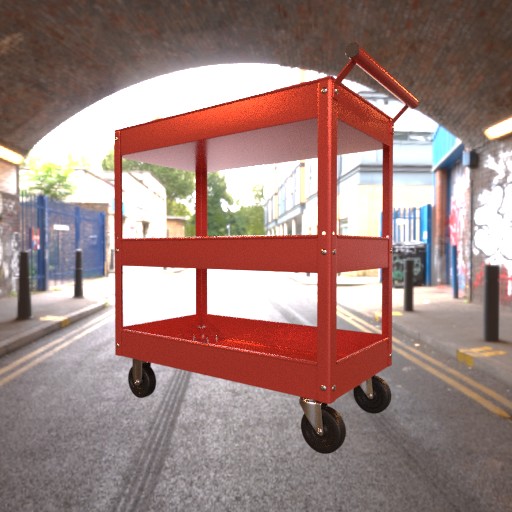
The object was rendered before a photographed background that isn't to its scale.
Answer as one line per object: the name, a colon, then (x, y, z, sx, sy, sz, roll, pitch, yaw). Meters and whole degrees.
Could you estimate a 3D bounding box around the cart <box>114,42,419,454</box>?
cart: (0.000, 0.000, 1.154, 0.719, 0.780, 0.366, 1, 1, 36)
